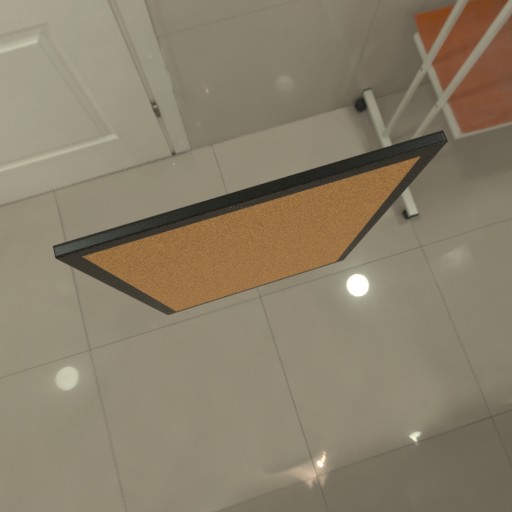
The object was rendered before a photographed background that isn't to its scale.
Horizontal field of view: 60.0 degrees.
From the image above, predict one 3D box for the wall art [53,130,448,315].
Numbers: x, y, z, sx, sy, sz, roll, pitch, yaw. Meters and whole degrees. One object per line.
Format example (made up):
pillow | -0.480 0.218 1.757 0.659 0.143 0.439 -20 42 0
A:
wall art | 0.000 0.000 0.839 0.480 0.657 0.016 -17 77 -4
